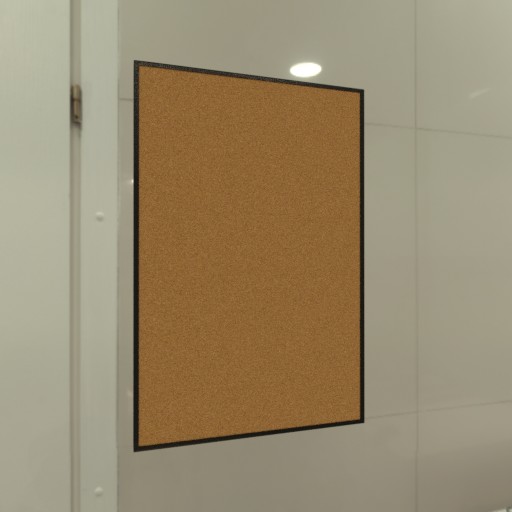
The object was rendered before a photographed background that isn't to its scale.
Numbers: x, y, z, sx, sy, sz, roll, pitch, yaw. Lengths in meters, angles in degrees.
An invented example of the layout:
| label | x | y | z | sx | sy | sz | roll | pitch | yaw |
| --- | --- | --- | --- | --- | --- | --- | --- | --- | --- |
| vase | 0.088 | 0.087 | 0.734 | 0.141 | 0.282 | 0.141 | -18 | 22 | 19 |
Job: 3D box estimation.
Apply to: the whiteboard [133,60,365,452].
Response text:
| label | x | y | z | sx | sy | sz | roll | pitch | yaw |
| --- | --- | --- | --- | --- | --- | --- | --- | --- | --- |
| whiteboard | 0.000 | 0.000 | 0.761 | 0.406 | 0.611 | 0.026 | 0 | 0 | -17 |
